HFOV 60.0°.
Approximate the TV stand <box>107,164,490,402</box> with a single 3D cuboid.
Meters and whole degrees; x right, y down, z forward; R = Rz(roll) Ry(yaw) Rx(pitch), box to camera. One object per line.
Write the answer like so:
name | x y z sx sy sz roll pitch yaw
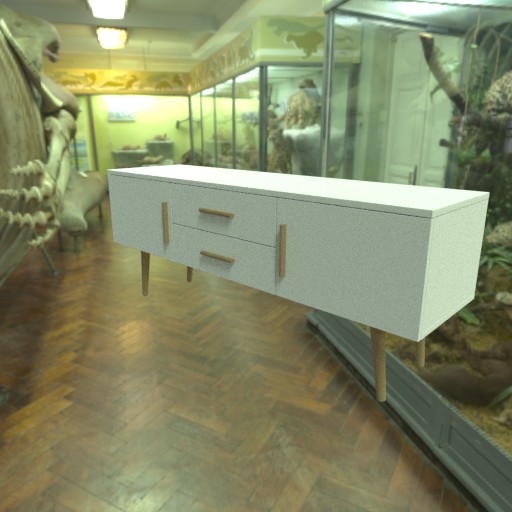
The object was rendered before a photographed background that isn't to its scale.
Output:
TV stand | 0.000 0.000 1.624 1.398 0.560 0.401 15 22 41
